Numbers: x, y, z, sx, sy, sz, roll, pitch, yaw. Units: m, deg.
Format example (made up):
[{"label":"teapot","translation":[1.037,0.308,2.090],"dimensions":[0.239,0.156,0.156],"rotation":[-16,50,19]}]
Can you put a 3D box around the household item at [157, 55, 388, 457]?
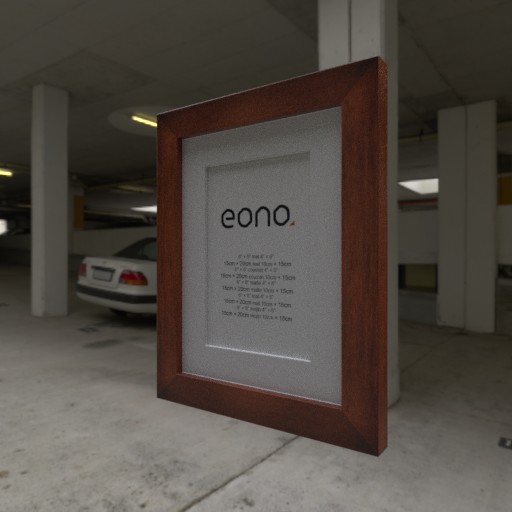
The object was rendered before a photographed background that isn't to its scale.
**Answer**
[{"label":"household item","translation":[0.000,0.000,0.341],"dimensions":[0.200,0.250,0.020],"rotation":[0,0,35]}]
